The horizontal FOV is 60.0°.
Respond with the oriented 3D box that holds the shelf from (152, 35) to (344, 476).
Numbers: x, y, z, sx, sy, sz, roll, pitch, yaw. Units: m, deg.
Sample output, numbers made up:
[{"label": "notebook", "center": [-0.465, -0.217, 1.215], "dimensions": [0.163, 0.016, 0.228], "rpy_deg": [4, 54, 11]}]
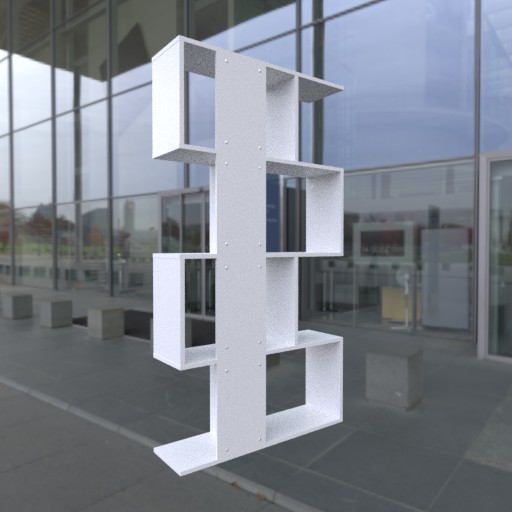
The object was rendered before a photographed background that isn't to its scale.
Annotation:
[{"label": "shelf", "center": [0.000, 0.000, 2.020], "dimensions": [0.890, 1.650, 0.250], "rpy_deg": [-1, 1, -36]}]
